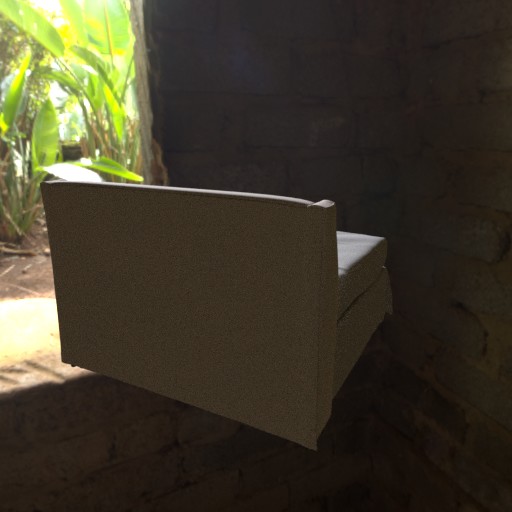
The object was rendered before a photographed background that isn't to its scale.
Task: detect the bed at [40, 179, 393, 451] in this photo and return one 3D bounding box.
[{"bbox_3d":[0.000,0.000,3.484,1.925,1.332,2.276,9,18,27],"label":"bed"}]
